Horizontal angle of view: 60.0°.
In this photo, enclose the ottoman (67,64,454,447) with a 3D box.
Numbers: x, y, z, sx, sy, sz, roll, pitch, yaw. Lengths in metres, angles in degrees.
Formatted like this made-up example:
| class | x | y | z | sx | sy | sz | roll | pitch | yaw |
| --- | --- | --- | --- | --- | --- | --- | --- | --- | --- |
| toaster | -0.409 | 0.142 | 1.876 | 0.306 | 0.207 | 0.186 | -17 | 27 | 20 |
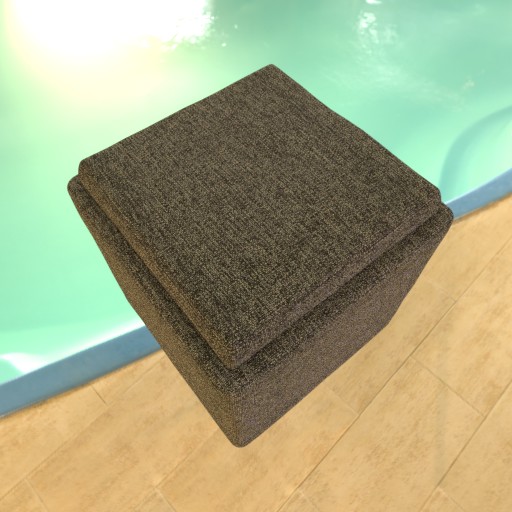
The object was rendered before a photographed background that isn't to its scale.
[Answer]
| class | x | y | z | sx | sy | sz | roll | pitch | yaw |
| --- | --- | --- | --- | --- | --- | --- | --- | --- | --- |
| ottoman | 0.000 | 0.000 | 0.835 | 0.450 | 0.463 | 0.450 | -34 | 64 | -19 |
